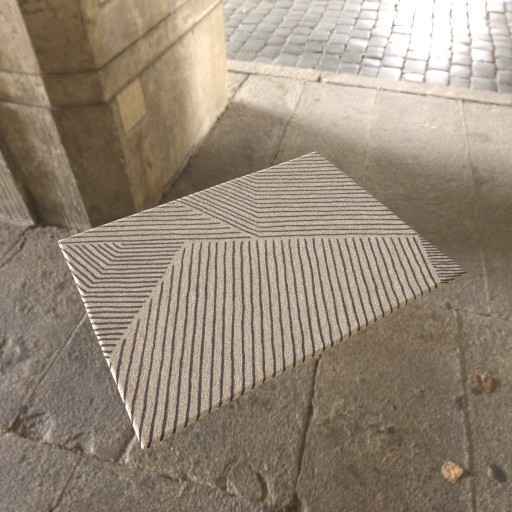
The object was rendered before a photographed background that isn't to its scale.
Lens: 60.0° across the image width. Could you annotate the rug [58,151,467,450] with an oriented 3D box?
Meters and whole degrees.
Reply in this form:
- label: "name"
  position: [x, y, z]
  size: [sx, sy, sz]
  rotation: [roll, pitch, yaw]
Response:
- label: "rug"
  position: [0.000, 0.000, 3.281]
  size: [2.449, 0.028, 1.829]
  rotation: [-23, 50, -21]
